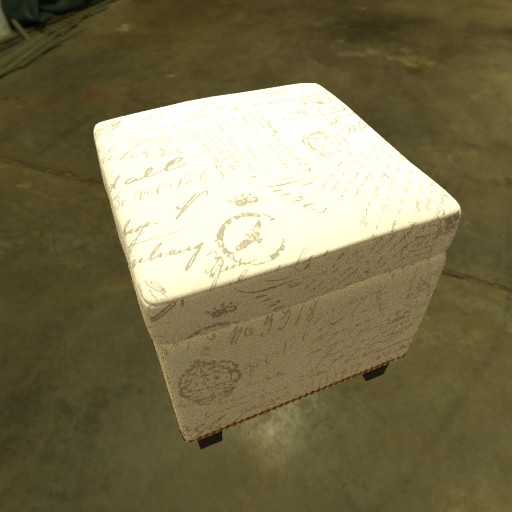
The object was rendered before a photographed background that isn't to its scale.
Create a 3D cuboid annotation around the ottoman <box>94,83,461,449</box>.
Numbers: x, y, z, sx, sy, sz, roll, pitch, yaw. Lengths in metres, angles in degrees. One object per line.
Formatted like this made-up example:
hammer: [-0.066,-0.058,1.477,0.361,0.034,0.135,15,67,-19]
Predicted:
ottoman: [0.000,0.000,0.822,0.449,0.457,0.450,-17,47,-16]
